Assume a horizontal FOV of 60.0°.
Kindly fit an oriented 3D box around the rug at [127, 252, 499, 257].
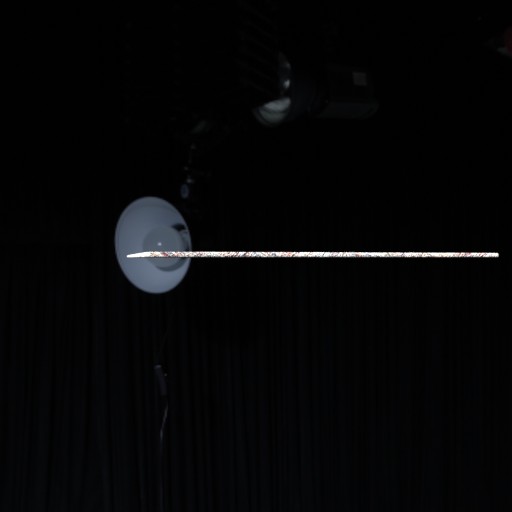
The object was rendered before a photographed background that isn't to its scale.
[{"bbox_3d":[0.000,0.000,2.125,1.143,0.014,1.761,0,0,-18],"label":"rug"}]
